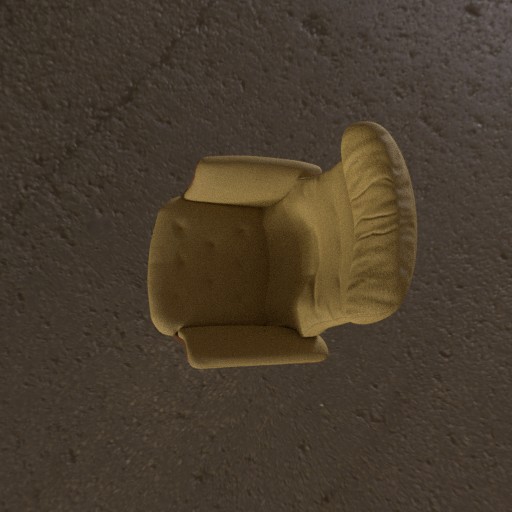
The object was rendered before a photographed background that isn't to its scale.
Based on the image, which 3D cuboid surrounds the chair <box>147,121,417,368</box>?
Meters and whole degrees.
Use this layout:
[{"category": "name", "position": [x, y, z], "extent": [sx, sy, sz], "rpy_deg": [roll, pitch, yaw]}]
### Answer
[{"category": "chair", "position": [0.000, 0.000, 1.585], "extent": [0.837, 0.995, 0.785], "rpy_deg": [1, 76, 0]}]
